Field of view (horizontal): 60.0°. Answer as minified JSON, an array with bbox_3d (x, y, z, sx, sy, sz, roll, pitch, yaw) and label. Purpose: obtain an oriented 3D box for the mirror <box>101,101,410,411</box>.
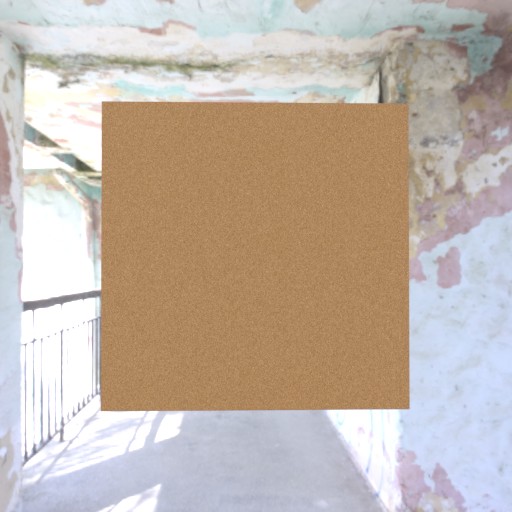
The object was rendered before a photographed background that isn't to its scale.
[{"bbox_3d":[0.000,0.000,1.188,0.804,0.804,0.061,0,-1,-1],"label":"mirror"}]
